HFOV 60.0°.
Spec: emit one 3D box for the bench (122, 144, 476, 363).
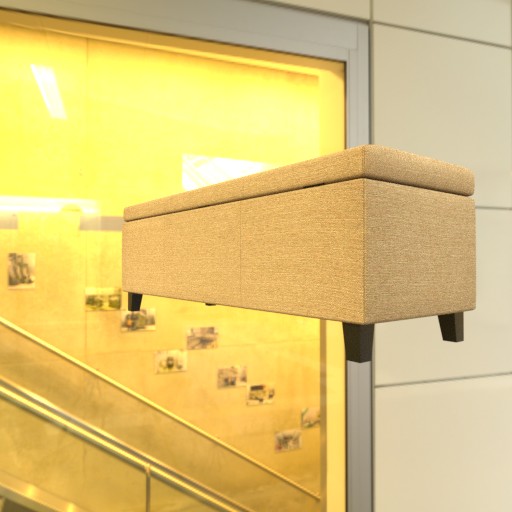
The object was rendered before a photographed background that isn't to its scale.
[{"bbox_3d":[0.000,0.000,1.466,0.446,0.438,1.269,1,-1,-38],"label":"bench"}]
